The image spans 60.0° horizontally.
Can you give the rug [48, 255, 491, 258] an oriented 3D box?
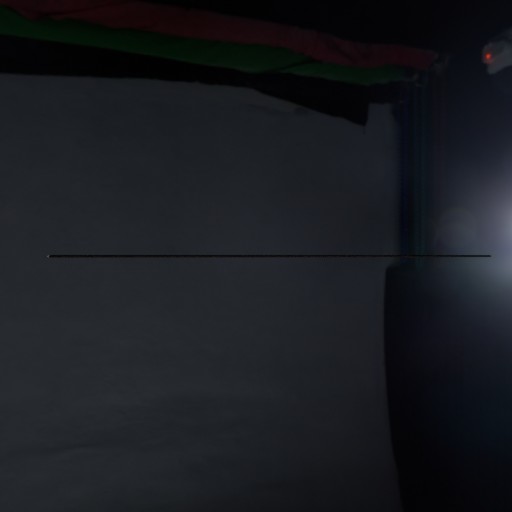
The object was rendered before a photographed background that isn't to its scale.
[{"bbox_3d":[0.000,0.000,2.820,2.286,0.011,1.524,0,0,-20],"label":"rug"}]
